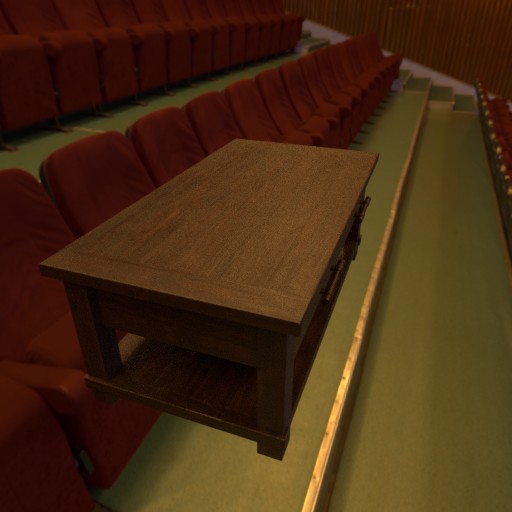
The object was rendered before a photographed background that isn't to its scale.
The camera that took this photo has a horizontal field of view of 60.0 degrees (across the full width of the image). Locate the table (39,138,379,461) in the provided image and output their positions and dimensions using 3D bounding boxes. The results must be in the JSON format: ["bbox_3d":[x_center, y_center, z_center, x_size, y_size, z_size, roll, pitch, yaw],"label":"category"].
[{"bbox_3d":[0.000,0.000,1.638,0.700,0.494,1.270,11,31,18],"label":"table"}]
